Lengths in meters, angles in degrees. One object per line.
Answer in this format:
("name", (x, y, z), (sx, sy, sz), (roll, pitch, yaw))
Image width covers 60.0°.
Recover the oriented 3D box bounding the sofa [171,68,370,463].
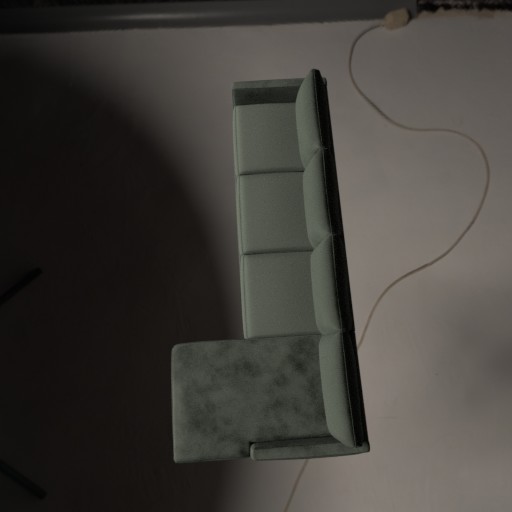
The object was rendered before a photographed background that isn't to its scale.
("sofa", (0.000, 0.000, 3.222), (1.255, 0.756, 2.725), (-3, 75, -1))
